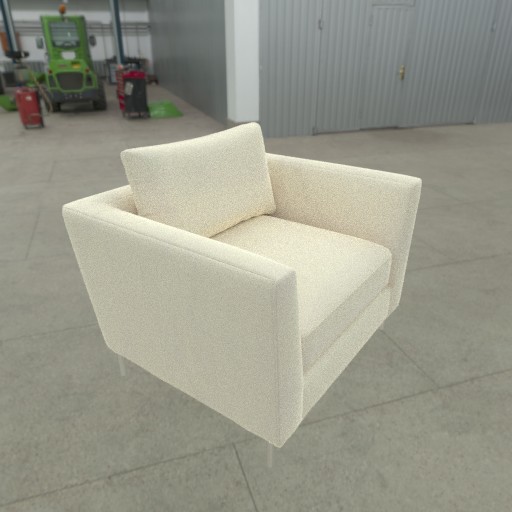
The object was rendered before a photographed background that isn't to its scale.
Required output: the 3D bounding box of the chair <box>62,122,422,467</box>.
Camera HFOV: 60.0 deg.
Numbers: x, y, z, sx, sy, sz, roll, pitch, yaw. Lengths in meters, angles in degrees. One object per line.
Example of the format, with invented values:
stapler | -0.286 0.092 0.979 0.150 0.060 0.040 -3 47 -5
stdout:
chair | 0.000 0.000 1.705 0.889 0.865 1.041 18 31 32
